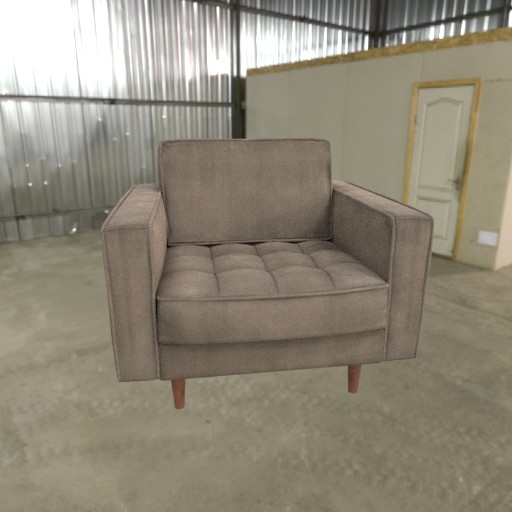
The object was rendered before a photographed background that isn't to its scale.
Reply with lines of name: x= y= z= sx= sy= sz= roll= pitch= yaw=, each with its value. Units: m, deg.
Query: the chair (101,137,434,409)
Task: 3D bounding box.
chair: x=0.000 y=0.000 z=1.535 sx=0.928 sy=0.773 sz=0.843 roll=-3 pitch=17 yaw=-8
